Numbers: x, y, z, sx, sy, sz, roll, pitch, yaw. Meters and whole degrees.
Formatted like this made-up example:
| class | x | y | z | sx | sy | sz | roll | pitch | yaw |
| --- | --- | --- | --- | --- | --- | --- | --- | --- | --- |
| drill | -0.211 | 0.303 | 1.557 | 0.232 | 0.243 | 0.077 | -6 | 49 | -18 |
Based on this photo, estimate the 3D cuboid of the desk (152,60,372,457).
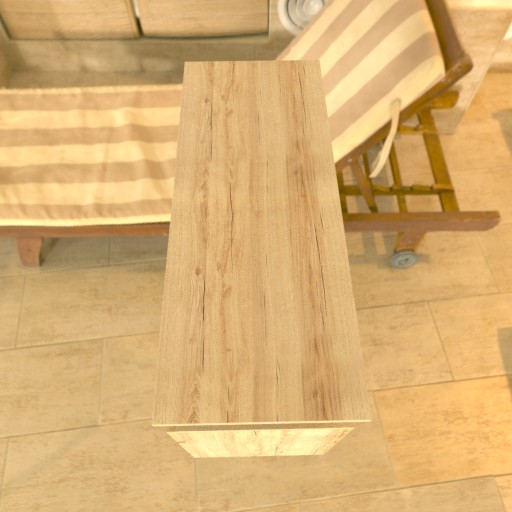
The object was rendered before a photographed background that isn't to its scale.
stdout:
| class | x | y | z | sx | sy | sz | roll | pitch | yaw |
| --- | --- | --- | --- | --- | --- | --- | --- | --- | --- |
| desk | 0.000 | 0.000 | 1.786 | 0.550 | 0.760 | 1.400 | -1 | 60 | -1 |
